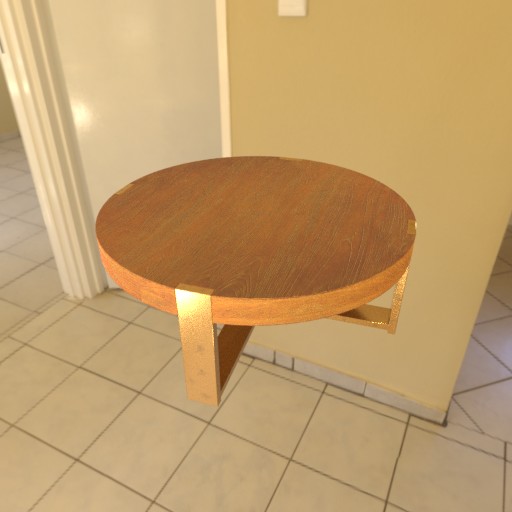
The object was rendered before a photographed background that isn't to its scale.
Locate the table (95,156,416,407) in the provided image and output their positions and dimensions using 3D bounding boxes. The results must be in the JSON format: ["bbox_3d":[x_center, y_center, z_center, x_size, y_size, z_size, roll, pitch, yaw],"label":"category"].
[{"bbox_3d":[0.000,0.000,1.702,1.100,0.420,1.100,0,31,0],"label":"table"}]
